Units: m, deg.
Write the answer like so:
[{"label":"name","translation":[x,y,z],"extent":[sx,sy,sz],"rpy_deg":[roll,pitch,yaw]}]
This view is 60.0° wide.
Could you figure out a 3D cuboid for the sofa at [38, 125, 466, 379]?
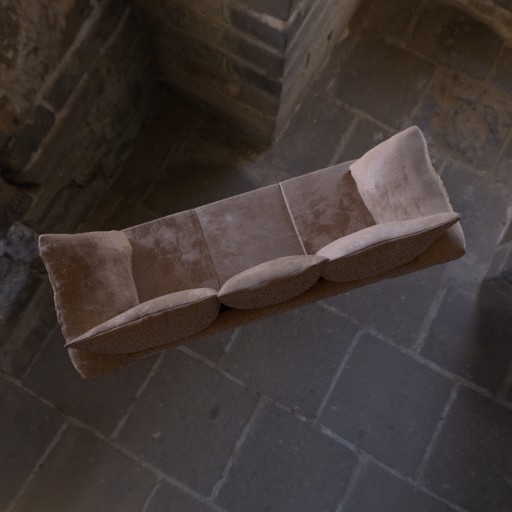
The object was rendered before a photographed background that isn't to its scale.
[{"label":"sofa","translation":[0.000,0.000,2.795],"extent":[2.377,0.981,0.893],"rpy_deg":[-17,76,-5]}]
